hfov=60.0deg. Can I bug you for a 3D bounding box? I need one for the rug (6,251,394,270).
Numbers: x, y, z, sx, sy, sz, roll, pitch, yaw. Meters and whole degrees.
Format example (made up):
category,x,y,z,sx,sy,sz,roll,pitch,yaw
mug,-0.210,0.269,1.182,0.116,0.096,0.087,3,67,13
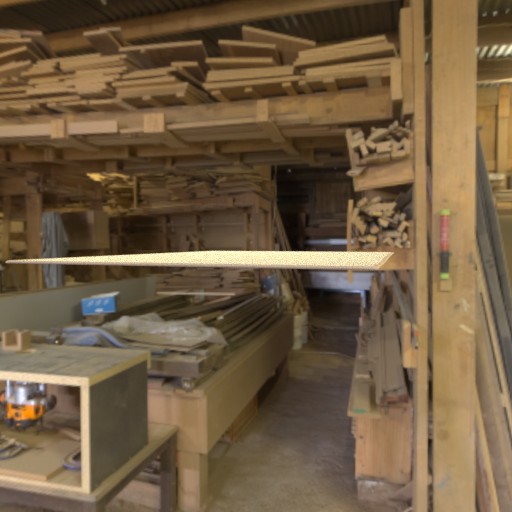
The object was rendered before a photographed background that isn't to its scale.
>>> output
category,x,y,z,sx,sy,sz,roll,pitch,yaw
rug,0.000,0.000,2.613,1.517,0.013,2.115,1,2,19
